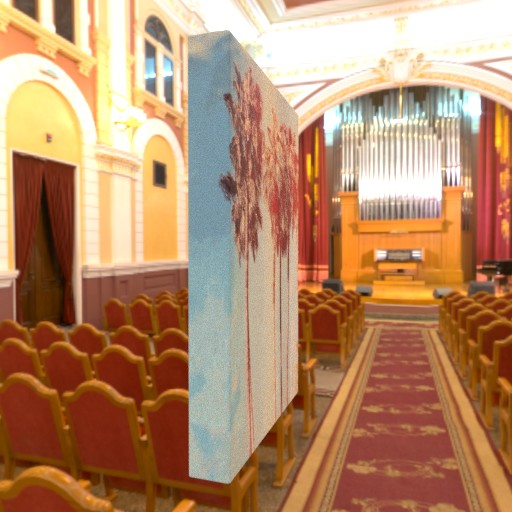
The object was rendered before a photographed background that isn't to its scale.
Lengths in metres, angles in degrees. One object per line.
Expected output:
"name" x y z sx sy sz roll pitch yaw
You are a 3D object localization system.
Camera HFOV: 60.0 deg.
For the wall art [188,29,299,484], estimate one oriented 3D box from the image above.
"wall art" 0.000 0.000 0.493 0.039 0.380 0.251 0 1 19
